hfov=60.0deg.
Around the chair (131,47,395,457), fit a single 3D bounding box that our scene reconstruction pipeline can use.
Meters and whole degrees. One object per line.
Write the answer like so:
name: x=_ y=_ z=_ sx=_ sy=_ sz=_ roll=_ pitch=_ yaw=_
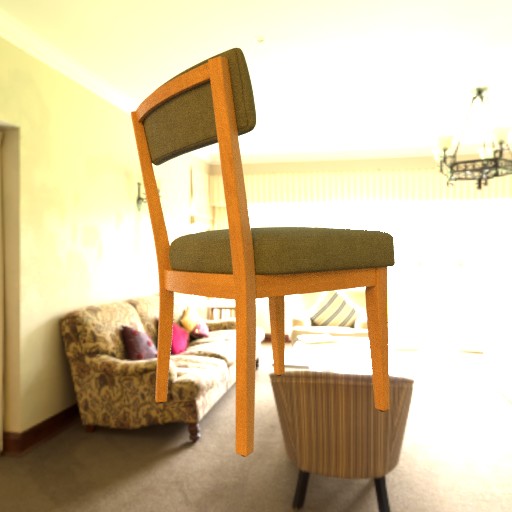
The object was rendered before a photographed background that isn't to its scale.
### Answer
chair: x=0.000 y=0.000 z=1.196 sx=0.572 sy=0.832 sz=0.508 roll=0 pitch=1 yaw=-37
